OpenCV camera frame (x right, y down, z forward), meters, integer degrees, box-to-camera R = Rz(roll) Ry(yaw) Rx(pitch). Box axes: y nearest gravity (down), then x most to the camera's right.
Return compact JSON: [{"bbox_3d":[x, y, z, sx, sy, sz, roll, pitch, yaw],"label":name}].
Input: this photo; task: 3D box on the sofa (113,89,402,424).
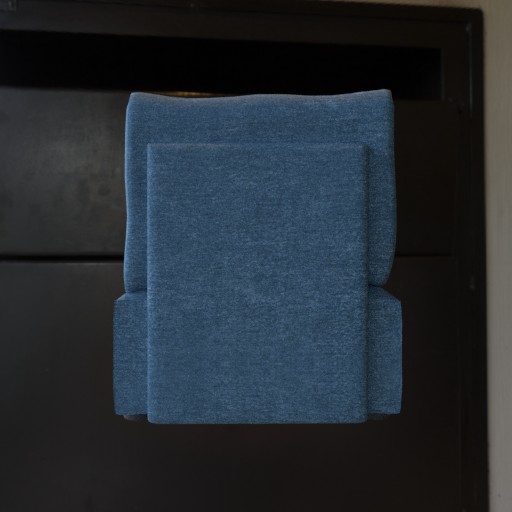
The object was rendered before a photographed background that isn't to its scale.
[{"bbox_3d":[0.000,0.000,1.535,0.700,0.820,1.000,0,-1,-1],"label":"sofa"}]
